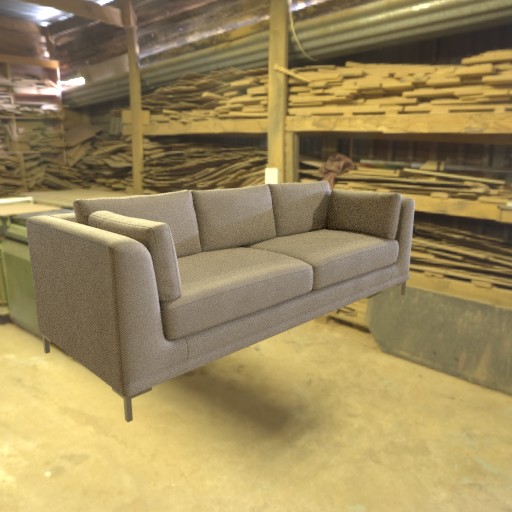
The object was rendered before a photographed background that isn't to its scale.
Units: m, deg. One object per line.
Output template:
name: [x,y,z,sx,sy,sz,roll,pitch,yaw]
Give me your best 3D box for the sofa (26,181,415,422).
sofa: [0.000,0.000,2.859,2.415,0.867,0.969,-13,18,-43]
